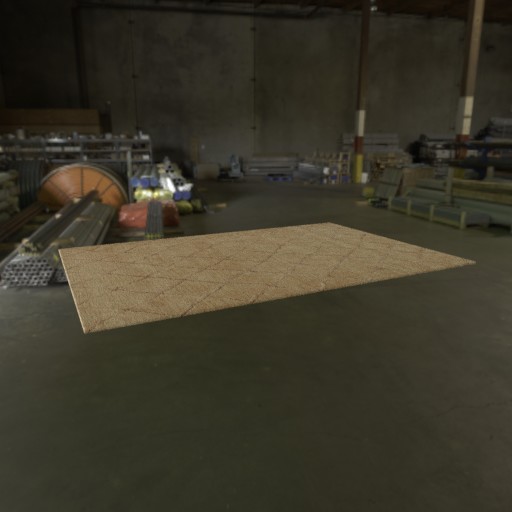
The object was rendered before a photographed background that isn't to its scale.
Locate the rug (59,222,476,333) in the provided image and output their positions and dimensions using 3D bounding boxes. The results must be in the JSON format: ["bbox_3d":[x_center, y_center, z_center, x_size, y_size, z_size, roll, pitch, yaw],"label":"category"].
[{"bbox_3d":[0.000,0.000,2.912,2.292,0.014,1.528,-7,16,-26],"label":"rug"}]
